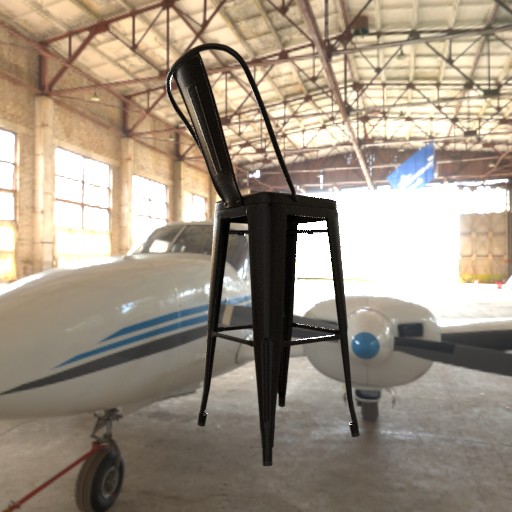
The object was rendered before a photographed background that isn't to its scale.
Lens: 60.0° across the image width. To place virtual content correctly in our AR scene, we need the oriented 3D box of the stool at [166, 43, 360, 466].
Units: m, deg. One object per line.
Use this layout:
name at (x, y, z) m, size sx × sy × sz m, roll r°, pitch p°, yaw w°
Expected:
stool at (0.000, 0.000, 1.355) m, size 0.513 × 1.096 × 0.399 m, roll 1°, pitch -1°, yaw -36°
